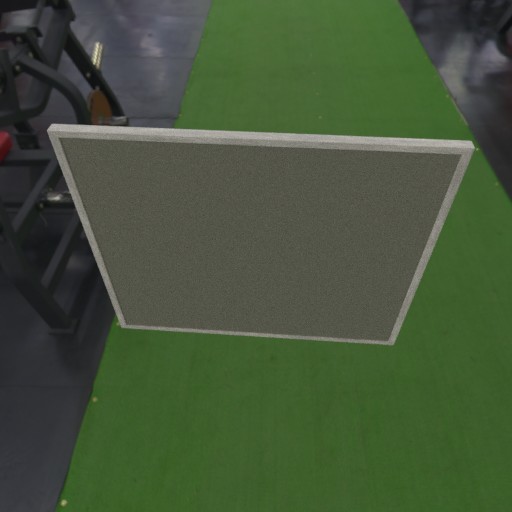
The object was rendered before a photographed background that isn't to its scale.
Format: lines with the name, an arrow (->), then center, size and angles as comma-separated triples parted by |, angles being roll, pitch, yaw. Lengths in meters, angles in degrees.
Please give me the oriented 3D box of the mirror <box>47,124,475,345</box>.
mirror -> 0.000, 0.000, 1.121 | 0.839, 0.689, 0.028 | 3, 46, 3
